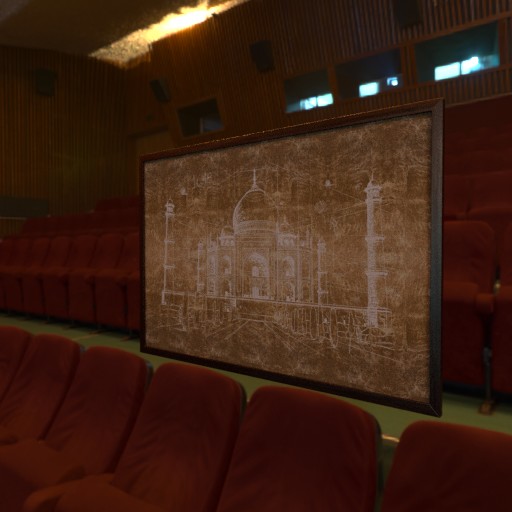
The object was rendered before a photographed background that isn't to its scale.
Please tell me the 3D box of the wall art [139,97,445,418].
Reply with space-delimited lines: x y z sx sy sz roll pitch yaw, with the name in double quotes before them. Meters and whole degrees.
"wall art" 0.000 0.000 1.021 0.816 0.559 0.014 1 1 37
